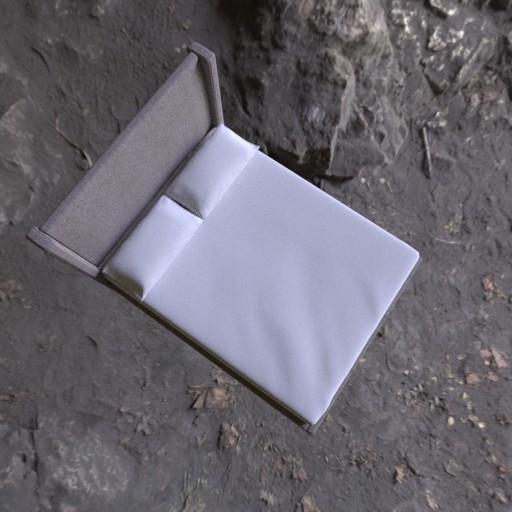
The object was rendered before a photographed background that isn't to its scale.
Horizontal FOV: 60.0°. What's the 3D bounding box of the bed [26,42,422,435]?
[{"bbox_3d":[0.000,0.000,3.405,2.245,1.476,1.714,34,78,8],"label":"bed"}]
